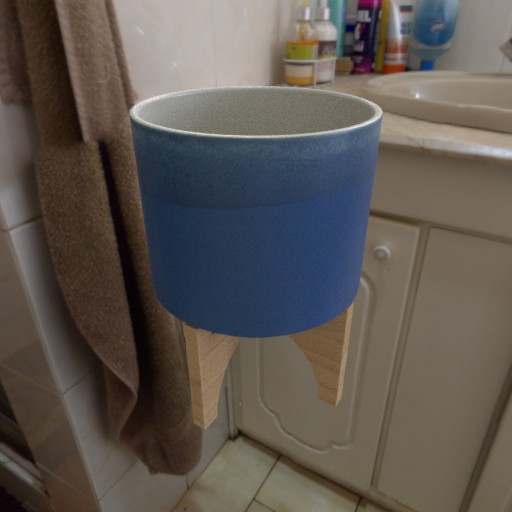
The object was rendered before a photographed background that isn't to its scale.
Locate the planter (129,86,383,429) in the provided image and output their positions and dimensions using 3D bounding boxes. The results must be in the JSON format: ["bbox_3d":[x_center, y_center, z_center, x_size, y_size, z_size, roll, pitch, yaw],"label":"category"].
[{"bbox_3d":[0.000,0.000,0.560,0.261,0.367,0.261,0,29,0],"label":"planter"}]
